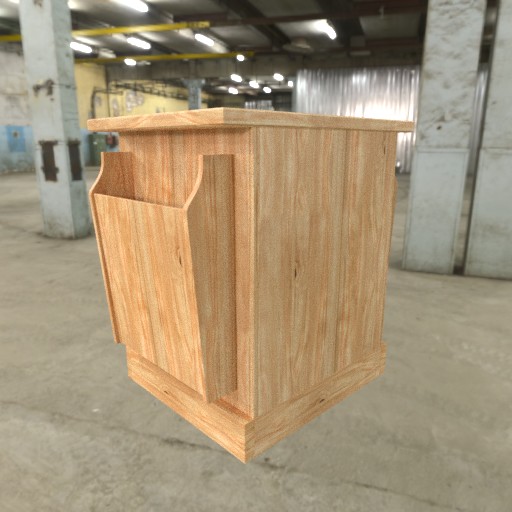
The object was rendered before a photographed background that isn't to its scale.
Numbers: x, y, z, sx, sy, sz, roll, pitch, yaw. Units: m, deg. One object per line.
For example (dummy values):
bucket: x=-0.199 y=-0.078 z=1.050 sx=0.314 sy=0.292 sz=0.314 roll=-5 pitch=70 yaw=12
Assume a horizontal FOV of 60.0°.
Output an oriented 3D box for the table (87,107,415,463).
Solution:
table: x=0.000 y=0.000 z=0.878 sx=0.530 sy=0.515 sz=0.380 roll=-13 pitch=19 yaw=-42
